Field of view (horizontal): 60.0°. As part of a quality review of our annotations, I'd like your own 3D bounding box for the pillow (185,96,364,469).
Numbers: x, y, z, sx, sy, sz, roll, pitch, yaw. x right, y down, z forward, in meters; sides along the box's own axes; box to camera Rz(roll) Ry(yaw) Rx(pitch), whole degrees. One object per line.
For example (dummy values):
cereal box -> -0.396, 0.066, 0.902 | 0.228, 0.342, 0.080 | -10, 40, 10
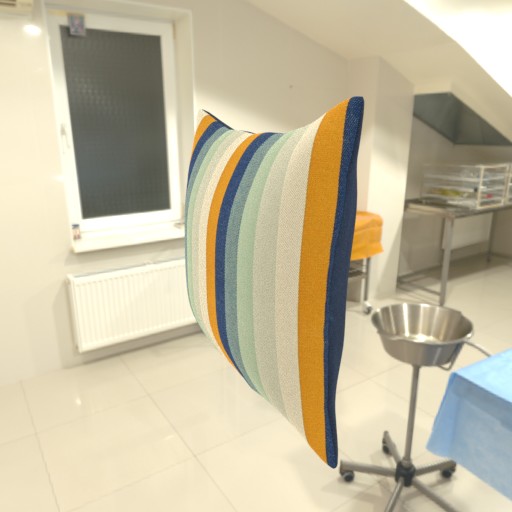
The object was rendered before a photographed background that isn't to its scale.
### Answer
pillow -> 0.000, 0.000, 0.701 | 0.173, 0.454, 0.463 | -8, 19, -26
